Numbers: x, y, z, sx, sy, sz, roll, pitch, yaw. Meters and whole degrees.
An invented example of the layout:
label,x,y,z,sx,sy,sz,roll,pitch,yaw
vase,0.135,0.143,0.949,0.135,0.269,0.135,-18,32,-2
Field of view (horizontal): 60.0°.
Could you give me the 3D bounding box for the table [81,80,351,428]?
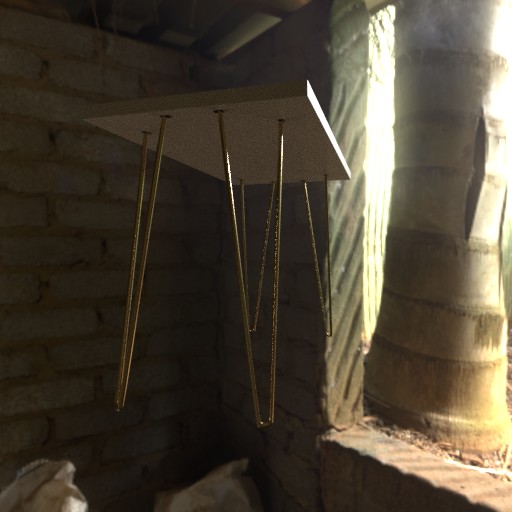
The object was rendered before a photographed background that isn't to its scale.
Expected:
label,x,y,z,sx,sy,sz,roll,pitch,yaw
table,0.000,0.000,1.367,0.498,0.660,0.991,0,1,17
